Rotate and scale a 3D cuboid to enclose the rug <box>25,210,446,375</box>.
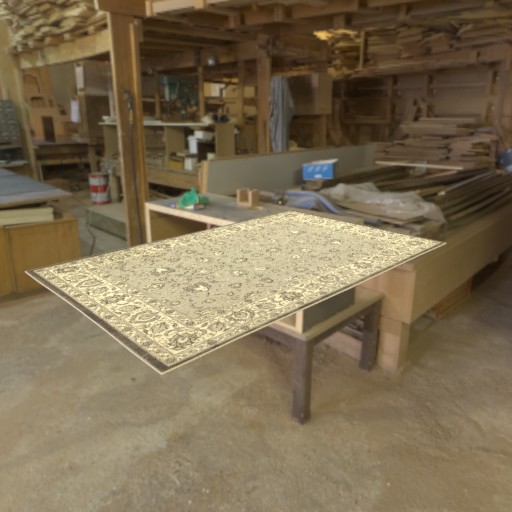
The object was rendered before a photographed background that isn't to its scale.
[{"bbox_3d":[0.000,0.000,2.975,2.438,0.011,1.524,-17,25,-41],"label":"rug"}]
